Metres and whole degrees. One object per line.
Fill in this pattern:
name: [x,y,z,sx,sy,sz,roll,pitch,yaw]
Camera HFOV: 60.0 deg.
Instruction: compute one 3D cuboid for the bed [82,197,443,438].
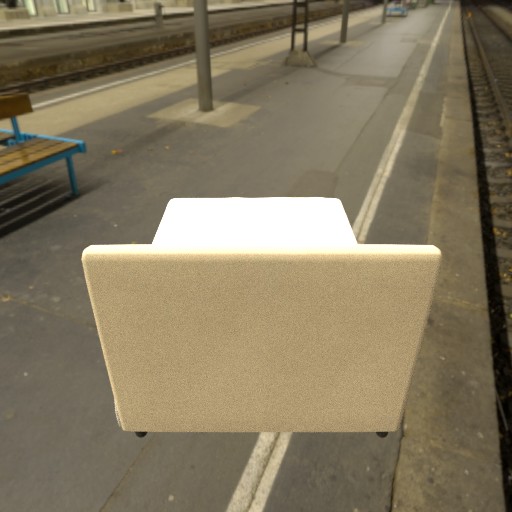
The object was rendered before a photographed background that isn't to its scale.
bed: [0.000,0.000,3.221,1.723,1.330,2.142,0,31,0]
